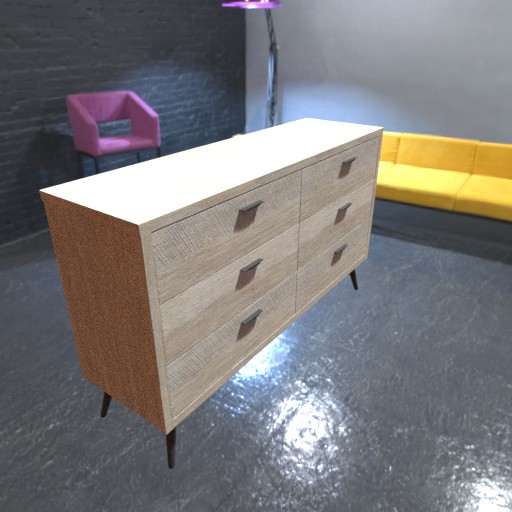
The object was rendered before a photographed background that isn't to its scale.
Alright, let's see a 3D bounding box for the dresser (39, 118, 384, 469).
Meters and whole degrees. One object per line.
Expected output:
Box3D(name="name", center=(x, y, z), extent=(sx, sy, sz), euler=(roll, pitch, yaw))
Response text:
Box3D(name="dresser", center=(0.000, 0.000, 1.934), extent=(0.457, 0.914, 1.524), euler=(18, 32, 32))
